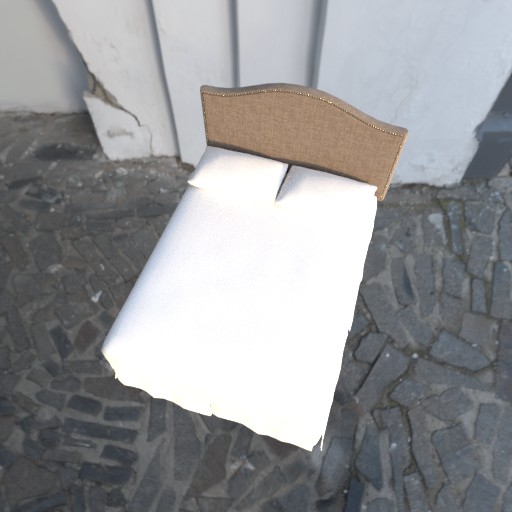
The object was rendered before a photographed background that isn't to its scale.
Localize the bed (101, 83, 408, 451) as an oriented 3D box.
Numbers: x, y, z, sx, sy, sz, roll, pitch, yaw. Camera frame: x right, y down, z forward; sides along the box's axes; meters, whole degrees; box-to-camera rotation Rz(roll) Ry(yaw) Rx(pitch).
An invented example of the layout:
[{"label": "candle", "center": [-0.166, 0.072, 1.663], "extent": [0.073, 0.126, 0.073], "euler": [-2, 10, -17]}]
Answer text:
[{"label": "bed", "center": [0.000, 0.000, 3.340], "extent": [1.713, 1.518, 2.153], "euler": [16, 59, 10]}]
